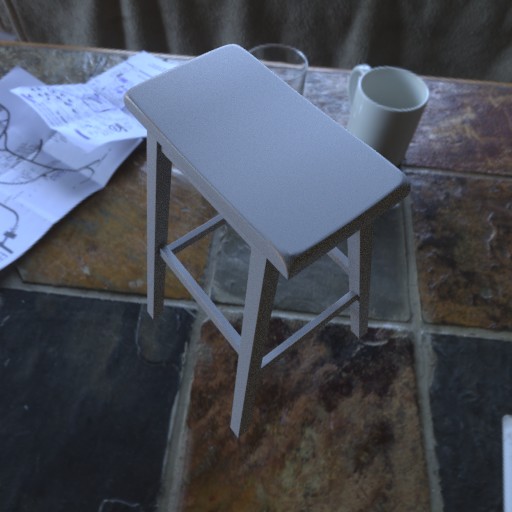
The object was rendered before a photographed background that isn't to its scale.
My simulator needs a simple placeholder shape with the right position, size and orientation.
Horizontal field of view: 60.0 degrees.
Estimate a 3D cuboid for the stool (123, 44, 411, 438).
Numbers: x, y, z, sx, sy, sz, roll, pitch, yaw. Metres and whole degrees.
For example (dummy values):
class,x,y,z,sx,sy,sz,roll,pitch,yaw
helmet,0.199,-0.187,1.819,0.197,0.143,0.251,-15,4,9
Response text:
class,x,y,z,sx,sy,sz,roll,pitch,yaw
stool,0.000,0.000,1.012,0.476,0.737,0.457,-34,64,-19
